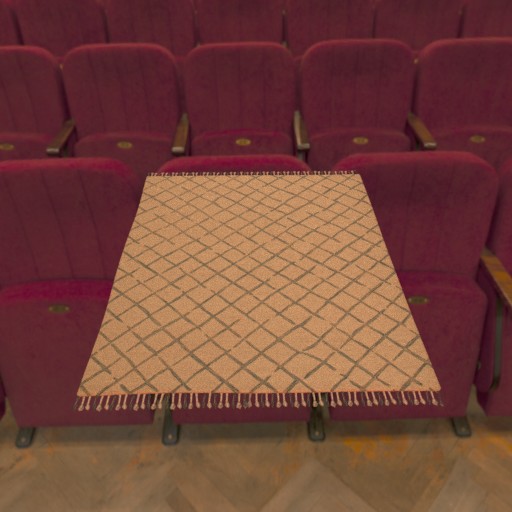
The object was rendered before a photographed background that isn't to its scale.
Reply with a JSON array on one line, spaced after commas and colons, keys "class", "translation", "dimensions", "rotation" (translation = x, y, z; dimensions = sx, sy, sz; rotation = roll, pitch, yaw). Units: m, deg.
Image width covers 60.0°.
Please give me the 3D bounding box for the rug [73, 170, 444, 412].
[{"class": "rug", "translation": [0.000, 0.000, 4.757], "dimensions": [2.892, 0.036, 3.585], "rotation": [-1, 41, -1]}]
